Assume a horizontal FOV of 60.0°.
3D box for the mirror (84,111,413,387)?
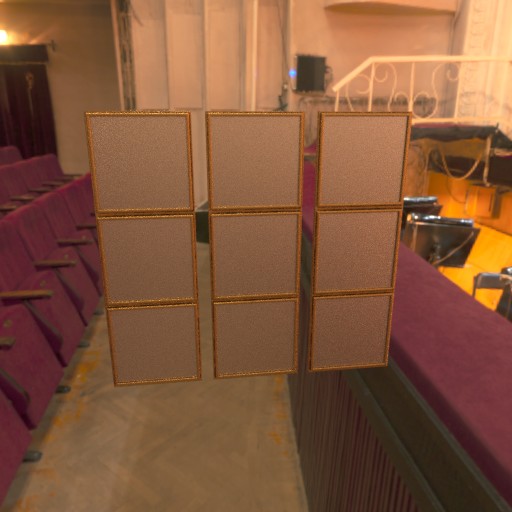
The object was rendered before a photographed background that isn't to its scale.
[{"bbox_3d":[0.000,0.000,1.492,1.011,0.926,0.023,-2,18,-7],"label":"mirror"}]
